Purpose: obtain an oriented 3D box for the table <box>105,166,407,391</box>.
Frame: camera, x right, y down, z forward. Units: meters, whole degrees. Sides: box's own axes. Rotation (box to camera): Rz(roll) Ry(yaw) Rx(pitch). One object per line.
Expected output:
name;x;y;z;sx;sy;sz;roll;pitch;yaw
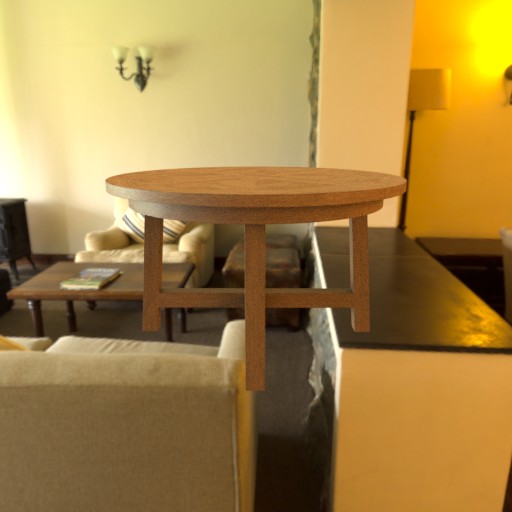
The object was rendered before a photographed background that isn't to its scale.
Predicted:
table;0.000;0.000;2.140;1.319;0.762;1.319;0;15;0
